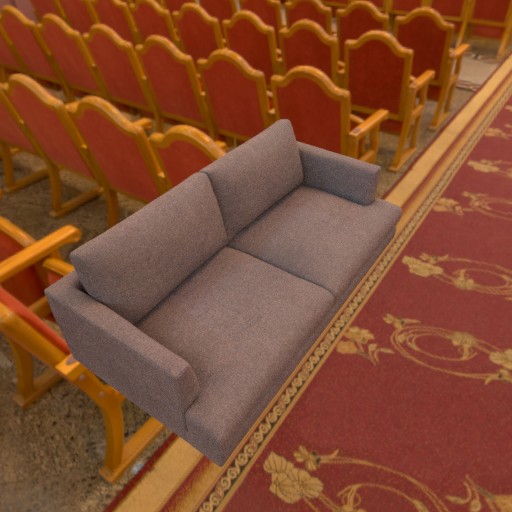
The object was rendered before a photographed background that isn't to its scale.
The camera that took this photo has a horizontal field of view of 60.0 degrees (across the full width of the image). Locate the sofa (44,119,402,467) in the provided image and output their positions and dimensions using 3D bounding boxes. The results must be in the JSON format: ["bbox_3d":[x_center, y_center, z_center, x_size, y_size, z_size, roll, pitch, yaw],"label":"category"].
[{"bbox_3d":[0.000,0.000,2.523,1.020,0.868,1.948,25,47,26],"label":"sofa"}]
